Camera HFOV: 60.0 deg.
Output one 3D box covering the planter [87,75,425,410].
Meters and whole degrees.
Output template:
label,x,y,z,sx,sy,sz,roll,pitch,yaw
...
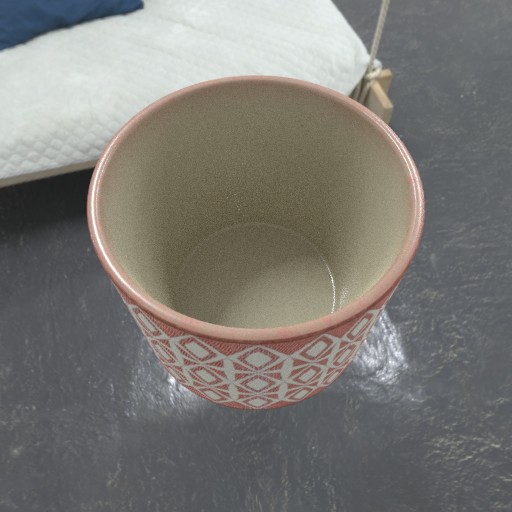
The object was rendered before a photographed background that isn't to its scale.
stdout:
label,x,y,z,sx,sy,sz,roll,pitch,yaw
planter,0.000,0.000,0.464,0.273,0.237,0.273,0,59,0
